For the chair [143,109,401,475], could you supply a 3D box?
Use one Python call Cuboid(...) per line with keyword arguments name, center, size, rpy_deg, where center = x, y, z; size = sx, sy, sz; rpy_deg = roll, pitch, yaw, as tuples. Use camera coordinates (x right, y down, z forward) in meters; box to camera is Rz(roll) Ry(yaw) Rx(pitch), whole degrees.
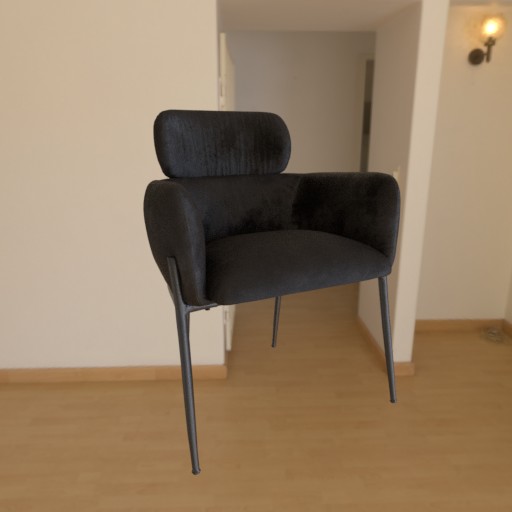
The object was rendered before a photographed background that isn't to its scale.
Cuboid(name="chair", center=(0.000, 0.000, 1.273), size=(0.640, 0.818, 0.604), rpy_deg=(-8, 17, -26))
